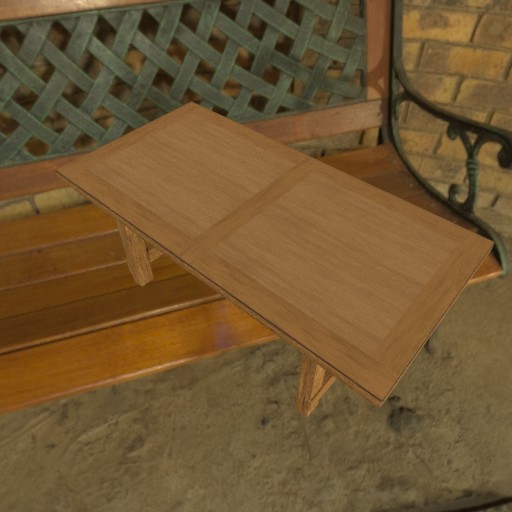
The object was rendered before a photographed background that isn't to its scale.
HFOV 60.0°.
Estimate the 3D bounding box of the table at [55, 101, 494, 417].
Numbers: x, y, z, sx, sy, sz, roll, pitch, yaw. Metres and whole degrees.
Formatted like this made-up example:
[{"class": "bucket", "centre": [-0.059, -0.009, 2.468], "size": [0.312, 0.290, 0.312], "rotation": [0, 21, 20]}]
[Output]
[{"class": "table", "centre": [0.000, 0.000, 2.455], "size": [1.982, 0.762, 1.000], "rotation": [32, 55, 27]}]
